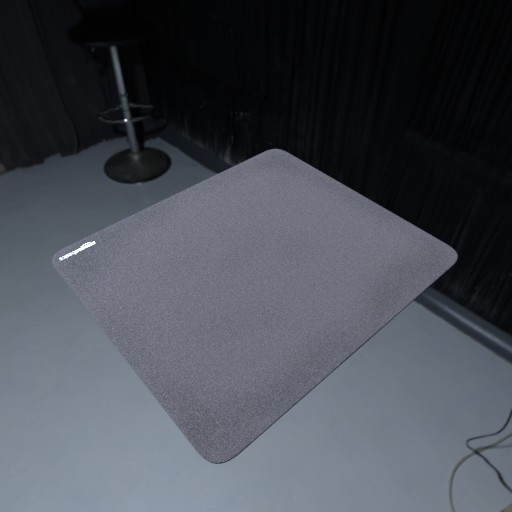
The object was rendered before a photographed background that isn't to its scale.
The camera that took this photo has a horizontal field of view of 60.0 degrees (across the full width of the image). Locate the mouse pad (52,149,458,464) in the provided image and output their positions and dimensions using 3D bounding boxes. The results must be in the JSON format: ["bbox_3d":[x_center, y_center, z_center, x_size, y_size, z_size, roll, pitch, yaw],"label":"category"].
[{"bbox_3d":[0.000,0.000,0.633,0.451,0.002,0.393,-32,53,-28],"label":"mouse pad"}]
